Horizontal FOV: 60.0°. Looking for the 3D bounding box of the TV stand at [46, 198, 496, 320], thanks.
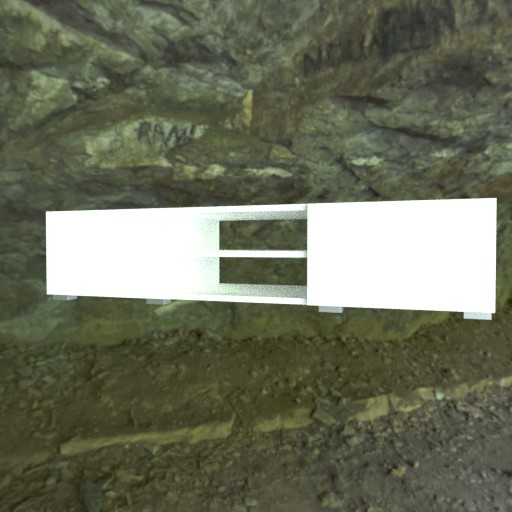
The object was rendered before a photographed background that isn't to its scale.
[{"bbox_3d":[0.000,0.000,1.524,1.400,0.310,0.420,0,1,18],"label":"TV stand"}]
